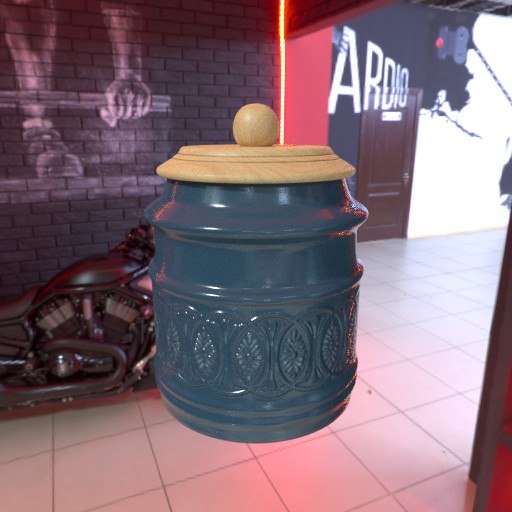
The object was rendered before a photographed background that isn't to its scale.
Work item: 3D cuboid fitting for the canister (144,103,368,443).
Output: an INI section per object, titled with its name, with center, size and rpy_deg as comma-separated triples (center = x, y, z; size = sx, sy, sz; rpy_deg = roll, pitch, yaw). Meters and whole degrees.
[canister]
center = 0.000, 0.000, 0.271
size = 0.130, 0.176, 0.130
rpy_deg = 0, 16, 0
